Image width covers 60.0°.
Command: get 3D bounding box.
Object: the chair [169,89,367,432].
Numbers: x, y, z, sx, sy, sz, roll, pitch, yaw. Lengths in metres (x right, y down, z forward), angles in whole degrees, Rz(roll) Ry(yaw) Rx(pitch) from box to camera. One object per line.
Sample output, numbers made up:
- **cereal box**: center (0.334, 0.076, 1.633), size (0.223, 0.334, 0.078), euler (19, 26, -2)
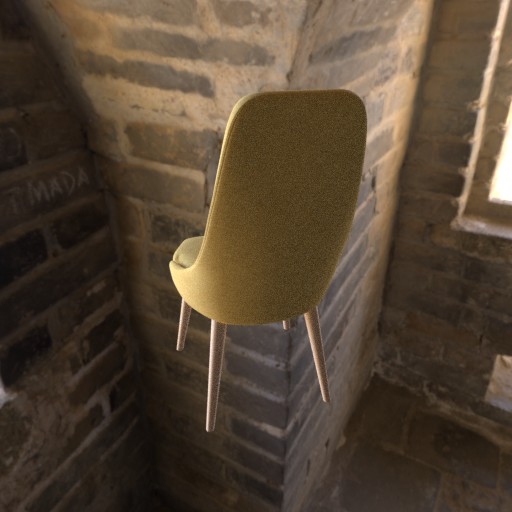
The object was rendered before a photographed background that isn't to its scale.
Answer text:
- **chair**: center (0.000, 0.000, 1.398), size (0.510, 1.040, 0.660), euler (-8, 27, -16)
